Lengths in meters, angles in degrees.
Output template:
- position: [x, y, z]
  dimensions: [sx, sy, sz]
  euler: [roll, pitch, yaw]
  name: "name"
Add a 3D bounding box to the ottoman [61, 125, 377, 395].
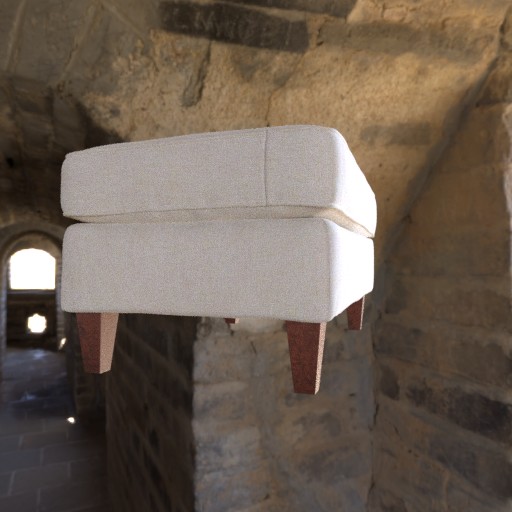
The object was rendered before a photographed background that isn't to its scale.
- position: [0.000, 0.000, 1.202]
  dimensions: [0.583, 0.484, 0.862]
  euler: [0, 0, 19]
  name: "ottoman"
